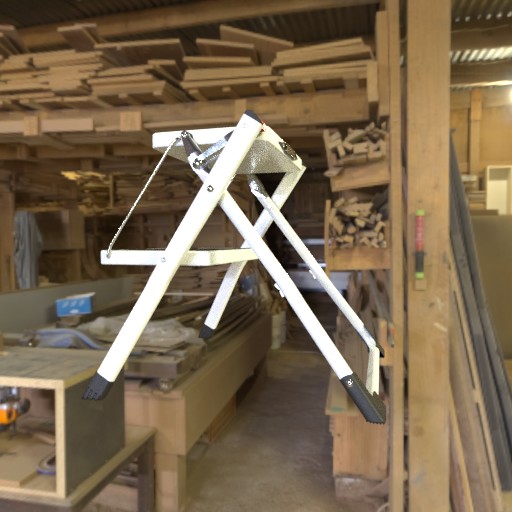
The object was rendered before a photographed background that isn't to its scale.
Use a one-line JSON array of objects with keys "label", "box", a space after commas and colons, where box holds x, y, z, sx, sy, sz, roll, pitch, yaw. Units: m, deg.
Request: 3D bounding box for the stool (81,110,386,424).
[{"label": "stool", "box": [0.000, 0.000, 0.868, 0.490, 0.445, 0.485, 1, 2, 16]}]
